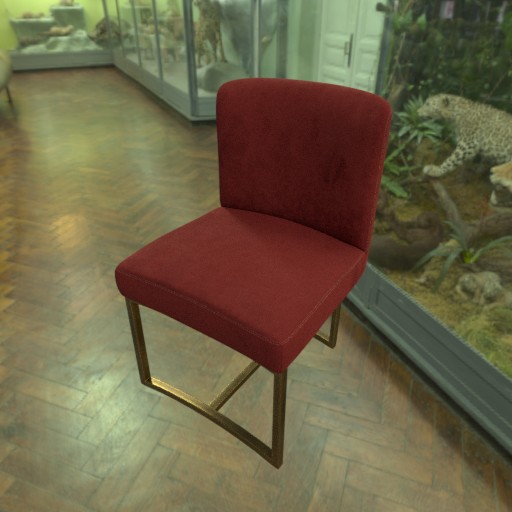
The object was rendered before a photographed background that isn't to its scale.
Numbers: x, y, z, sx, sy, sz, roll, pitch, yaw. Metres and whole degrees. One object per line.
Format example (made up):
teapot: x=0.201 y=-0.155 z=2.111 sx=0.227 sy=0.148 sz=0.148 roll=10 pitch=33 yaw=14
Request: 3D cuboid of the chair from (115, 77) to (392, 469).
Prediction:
chair: x=0.000 y=0.000 z=1.198 sx=0.530 sy=0.824 sz=0.560 roll=20 pitch=36 yaw=29
